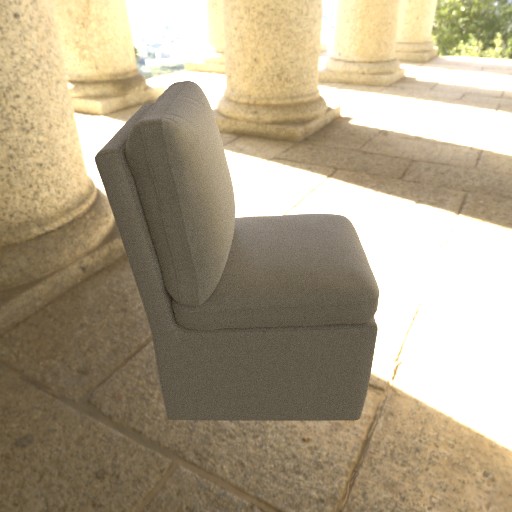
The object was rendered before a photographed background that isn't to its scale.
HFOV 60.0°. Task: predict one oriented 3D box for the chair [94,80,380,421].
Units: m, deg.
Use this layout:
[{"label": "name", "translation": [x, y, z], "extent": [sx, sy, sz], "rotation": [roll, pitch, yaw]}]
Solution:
[{"label": "chair", "translation": [0.000, 0.000, 1.340], "extent": [0.698, 0.927, 0.503], "rotation": [0, 31, 0]}]
